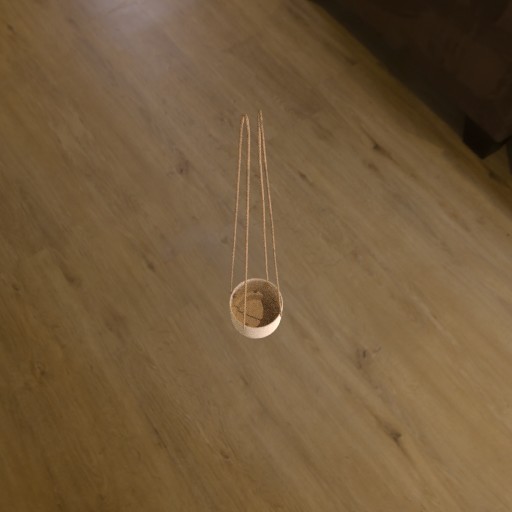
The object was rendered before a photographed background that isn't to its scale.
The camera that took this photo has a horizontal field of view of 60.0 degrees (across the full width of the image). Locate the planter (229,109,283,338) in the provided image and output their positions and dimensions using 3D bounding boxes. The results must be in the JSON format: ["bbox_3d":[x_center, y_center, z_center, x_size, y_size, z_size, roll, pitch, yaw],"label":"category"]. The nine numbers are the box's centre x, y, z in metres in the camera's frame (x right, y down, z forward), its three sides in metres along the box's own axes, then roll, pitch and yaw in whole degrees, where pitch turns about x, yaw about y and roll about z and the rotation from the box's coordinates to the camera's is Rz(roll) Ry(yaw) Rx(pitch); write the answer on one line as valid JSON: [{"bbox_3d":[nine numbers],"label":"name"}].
[{"bbox_3d":[0.000,0.000,0.942,0.146,0.841,0.146,-18,65,-9],"label":"planter"}]
